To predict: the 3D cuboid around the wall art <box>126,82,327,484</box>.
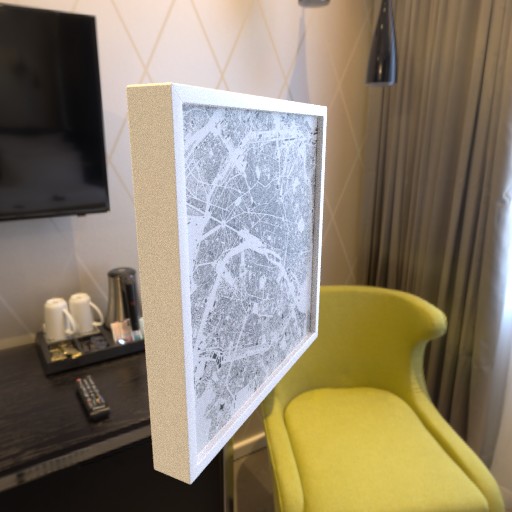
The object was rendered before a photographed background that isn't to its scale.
[{"bbox_3d":[0.000,0.000,0.455,0.038,0.305,0.305,8,17,26],"label":"wall art"}]
